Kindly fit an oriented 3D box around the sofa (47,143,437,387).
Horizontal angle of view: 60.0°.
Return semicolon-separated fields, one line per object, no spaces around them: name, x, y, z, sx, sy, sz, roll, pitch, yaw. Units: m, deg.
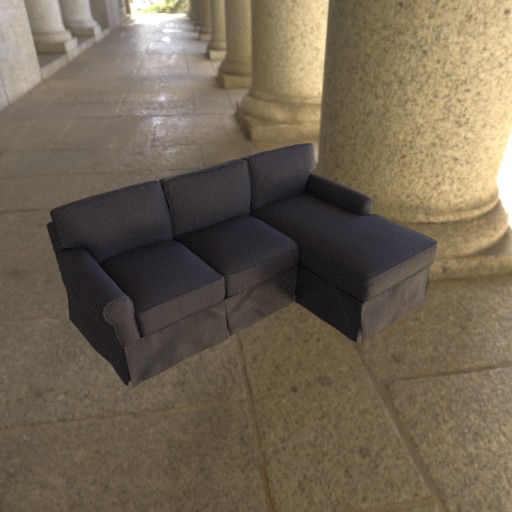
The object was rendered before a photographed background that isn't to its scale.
sofa;0.000;0.000;3.380;2.518;1.039;1.637;-22;38;-32
